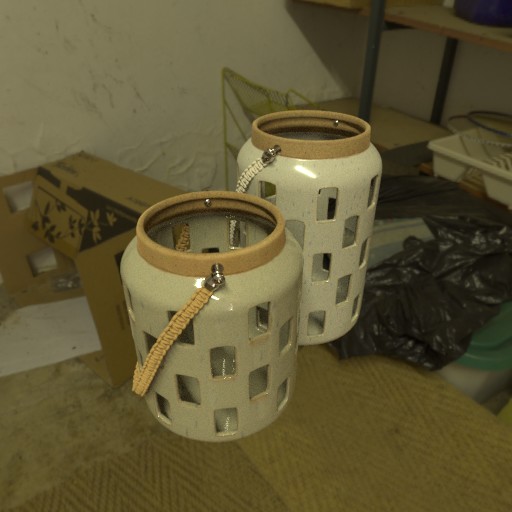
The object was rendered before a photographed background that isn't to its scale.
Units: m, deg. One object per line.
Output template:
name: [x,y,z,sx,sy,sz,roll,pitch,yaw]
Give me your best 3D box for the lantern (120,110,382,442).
lantern: [0.000,0.000,0.492,0.184,0.255,0.347,21,37,31]
